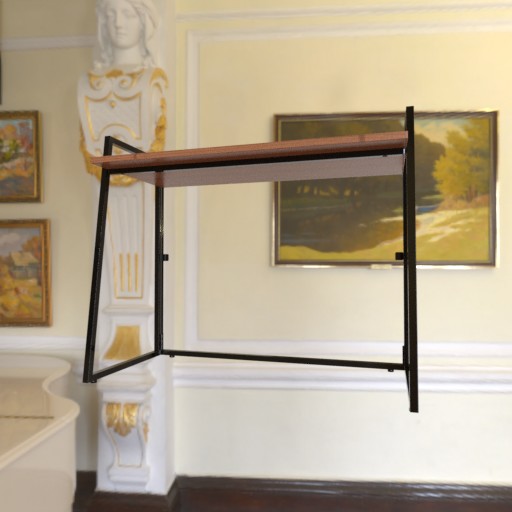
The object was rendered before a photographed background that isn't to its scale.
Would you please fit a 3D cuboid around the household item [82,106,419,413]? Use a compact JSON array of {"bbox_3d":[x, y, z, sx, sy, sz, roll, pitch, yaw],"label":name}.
[{"bbox_3d":[0.000,0.000,1.566,1.050,0.860,0.510,0,-1,17],"label":"household item"}]
